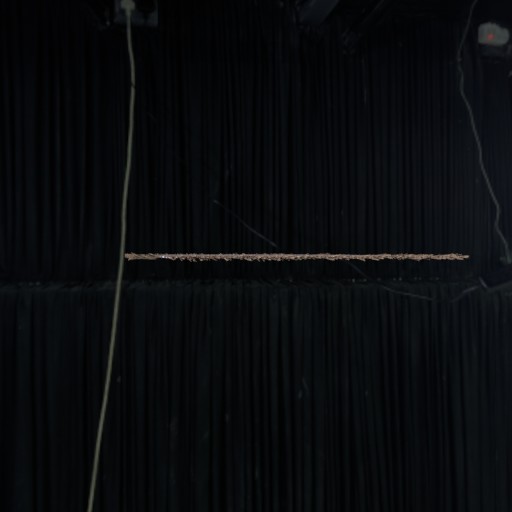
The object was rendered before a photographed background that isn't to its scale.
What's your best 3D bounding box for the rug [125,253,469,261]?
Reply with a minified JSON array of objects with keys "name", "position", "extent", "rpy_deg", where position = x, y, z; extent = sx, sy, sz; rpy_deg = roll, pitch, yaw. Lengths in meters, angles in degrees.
[{"name":"rug","position":[0.000,0.000,2.610],"extent":[1.469,0.040,2.025],"rpy_deg":[0,0,-17]}]
